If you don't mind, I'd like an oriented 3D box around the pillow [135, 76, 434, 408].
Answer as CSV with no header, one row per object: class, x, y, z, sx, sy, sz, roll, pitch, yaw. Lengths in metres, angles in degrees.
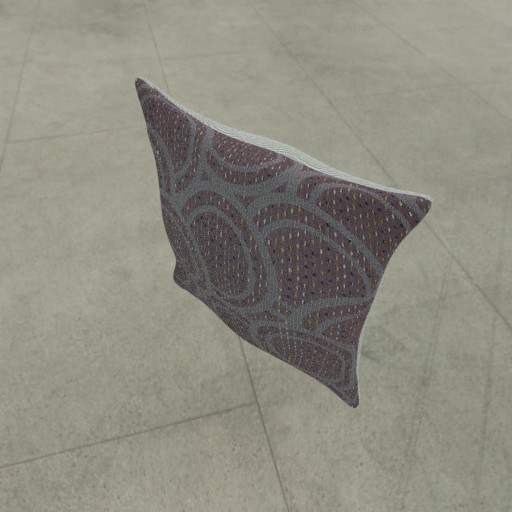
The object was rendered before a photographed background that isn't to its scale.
pillow,0.000,0.000,0.794,0.514,0.513,0.163,31,53,26
